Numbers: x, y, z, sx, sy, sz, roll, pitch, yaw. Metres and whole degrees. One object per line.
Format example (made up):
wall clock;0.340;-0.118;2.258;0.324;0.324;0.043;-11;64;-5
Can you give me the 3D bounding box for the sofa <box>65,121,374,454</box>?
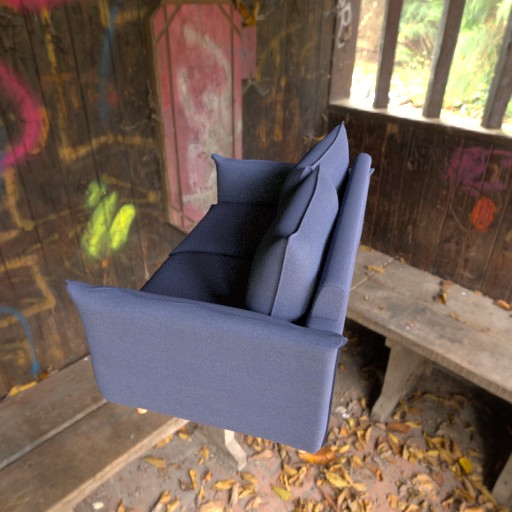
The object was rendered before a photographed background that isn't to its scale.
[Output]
sofa;0.000;0.000;1.792;0.820;0.840;1.300;8;32;14
